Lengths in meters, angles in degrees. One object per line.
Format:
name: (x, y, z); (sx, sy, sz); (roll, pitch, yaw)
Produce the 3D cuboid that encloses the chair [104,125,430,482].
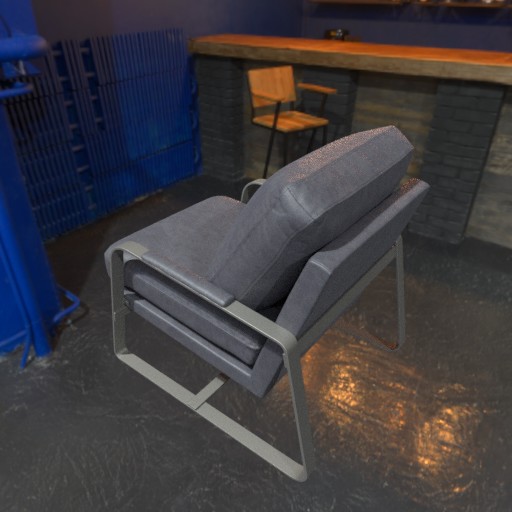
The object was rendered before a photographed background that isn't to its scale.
chair: (0.000, 0.000, 1.462); (0.878, 0.839, 0.692); (22, 37, 32)
